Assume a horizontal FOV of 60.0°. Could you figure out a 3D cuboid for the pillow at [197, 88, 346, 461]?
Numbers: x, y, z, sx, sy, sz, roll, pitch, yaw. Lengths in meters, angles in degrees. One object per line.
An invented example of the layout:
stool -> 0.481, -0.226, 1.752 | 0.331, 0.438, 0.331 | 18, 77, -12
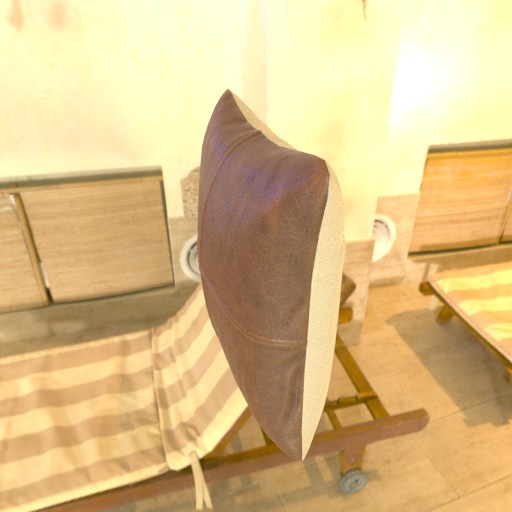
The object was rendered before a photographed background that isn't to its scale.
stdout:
pillow -> 0.000, 0.000, 0.742 | 0.192, 0.470, 0.484 | -8, 31, -13
